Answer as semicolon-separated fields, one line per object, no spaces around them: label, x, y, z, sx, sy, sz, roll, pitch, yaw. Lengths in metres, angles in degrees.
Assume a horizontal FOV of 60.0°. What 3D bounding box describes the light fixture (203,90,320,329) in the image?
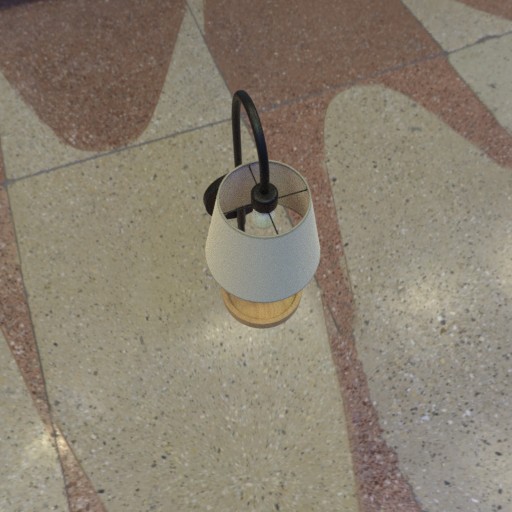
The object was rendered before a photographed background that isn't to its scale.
light fixture;0.000;0.000;0.958;0.220;0.821;0.299;-17;64;-8
